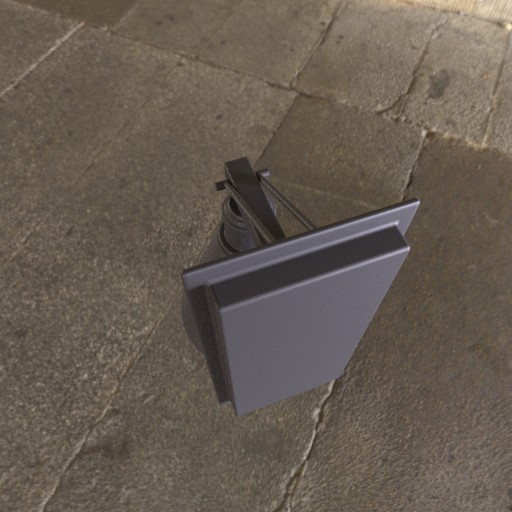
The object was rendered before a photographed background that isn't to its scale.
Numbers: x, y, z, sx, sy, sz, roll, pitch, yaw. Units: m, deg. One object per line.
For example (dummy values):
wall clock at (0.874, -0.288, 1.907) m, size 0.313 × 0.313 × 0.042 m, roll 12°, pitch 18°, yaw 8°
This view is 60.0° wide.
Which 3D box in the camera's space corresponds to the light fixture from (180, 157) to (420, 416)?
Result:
light fixture at (0.000, 0.000, 0.416) m, size 0.170 × 0.298 × 0.207 m, roll -17°, pitch 60°, yaw -10°
